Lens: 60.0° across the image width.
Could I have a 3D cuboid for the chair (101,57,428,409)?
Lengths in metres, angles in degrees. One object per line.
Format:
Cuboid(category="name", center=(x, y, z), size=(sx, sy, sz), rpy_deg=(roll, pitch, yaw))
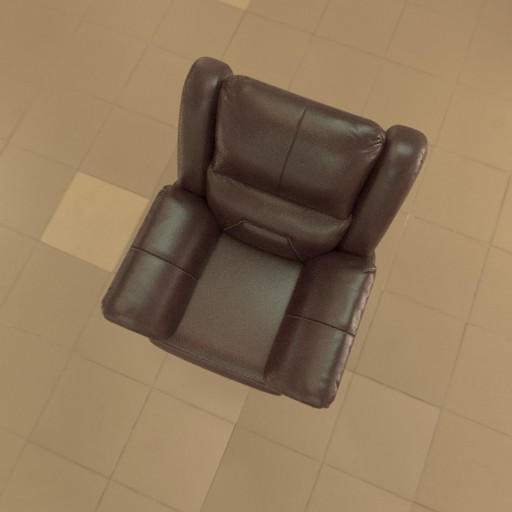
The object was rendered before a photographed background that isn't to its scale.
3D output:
Cuboid(category="chair", center=(0.000, 0.000, 1.886), size=(0.990, 1.093, 1.041), rpy_deg=(21, 77, 5))
